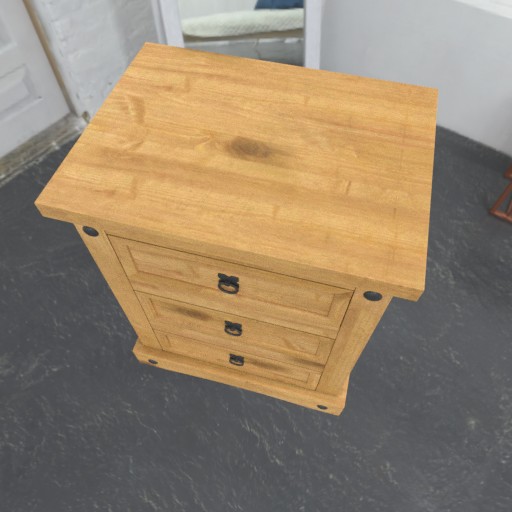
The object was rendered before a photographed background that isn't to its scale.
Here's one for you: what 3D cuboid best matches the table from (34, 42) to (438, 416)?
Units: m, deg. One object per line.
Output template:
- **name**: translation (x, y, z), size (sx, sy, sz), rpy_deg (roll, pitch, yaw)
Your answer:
- **table**: translation (0.000, 0.000, 1.188), size (0.660, 0.813, 0.500), rpy_deg (13, 58, 8)
